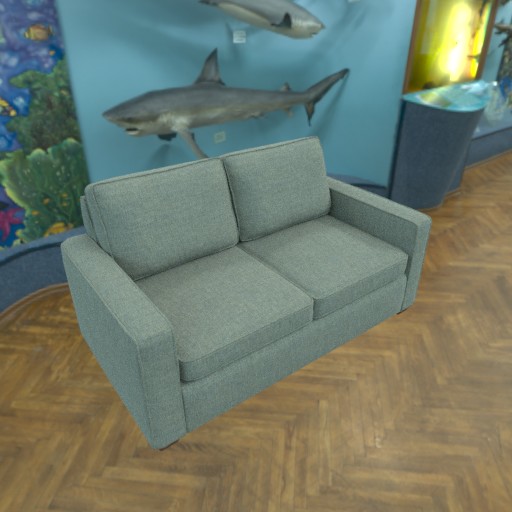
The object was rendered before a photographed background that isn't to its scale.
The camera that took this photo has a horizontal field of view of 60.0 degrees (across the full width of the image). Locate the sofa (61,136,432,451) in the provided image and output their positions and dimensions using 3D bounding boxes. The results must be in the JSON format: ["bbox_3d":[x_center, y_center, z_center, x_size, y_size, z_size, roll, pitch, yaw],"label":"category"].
[{"bbox_3d":[0.000,0.000,2.303,1.706,0.915,0.945,-20,36,-31],"label":"sofa"}]
